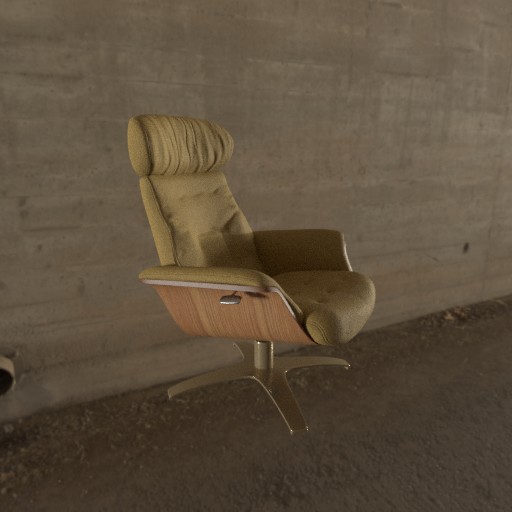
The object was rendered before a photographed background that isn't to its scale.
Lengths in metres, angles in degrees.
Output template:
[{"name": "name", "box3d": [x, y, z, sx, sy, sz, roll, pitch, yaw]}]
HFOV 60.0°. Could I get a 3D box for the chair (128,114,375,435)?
[{"name": "chair", "box3d": [0.000, 0.000, 1.613, 0.837, 0.995, 0.785, 7, 15, 27]}]
